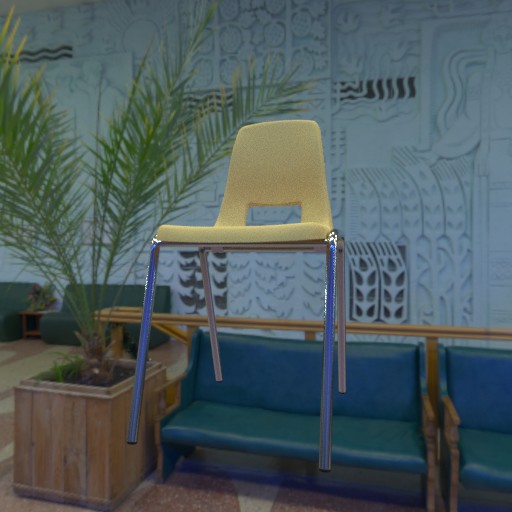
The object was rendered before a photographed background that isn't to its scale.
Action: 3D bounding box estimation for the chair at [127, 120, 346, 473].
[{"bbox_3d":[0.000,0.000,0.974,0.381,0.704,0.436,0,1,17],"label":"chair"}]
